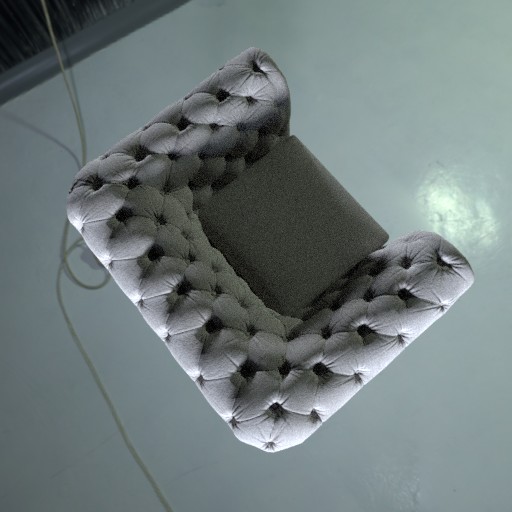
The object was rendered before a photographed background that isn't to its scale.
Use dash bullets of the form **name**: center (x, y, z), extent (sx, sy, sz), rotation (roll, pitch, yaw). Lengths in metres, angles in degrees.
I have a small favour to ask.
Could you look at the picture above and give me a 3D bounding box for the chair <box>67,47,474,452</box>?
- **chair**: center (0.000, 0.000, 1.873), extent (0.976, 0.770, 1.270), rotation (-39, 79, -9)
